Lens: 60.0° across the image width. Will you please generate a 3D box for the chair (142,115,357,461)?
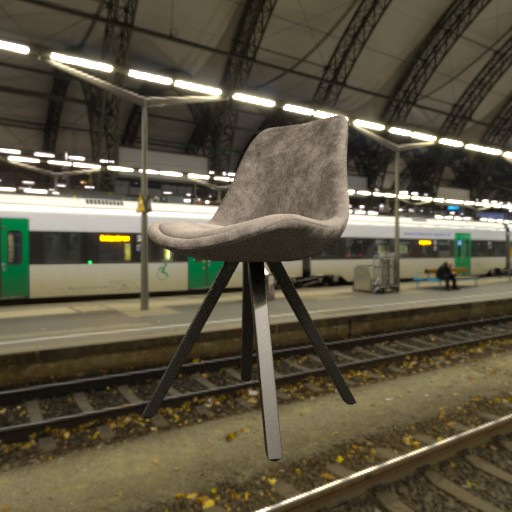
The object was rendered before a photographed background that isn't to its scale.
[{"bbox_3d":[0.000,0.000,1.220,0.485,0.850,0.550,0,1,36],"label":"chair"}]
